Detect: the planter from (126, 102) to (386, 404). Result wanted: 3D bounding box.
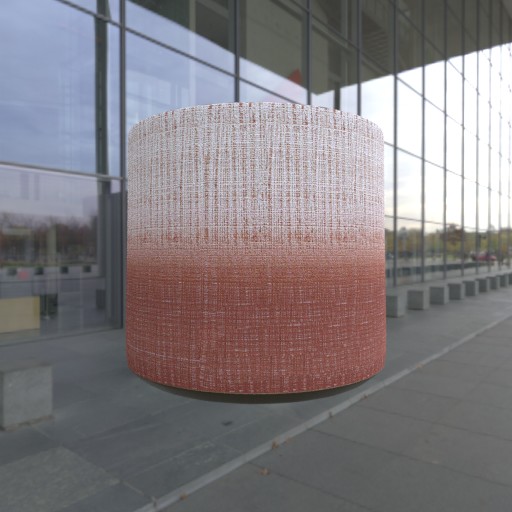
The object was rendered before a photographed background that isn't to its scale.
[{"bbox_3d":[0.000,0.000,0.391,0.221,0.201,0.221,0,1,0],"label":"planter"}]
